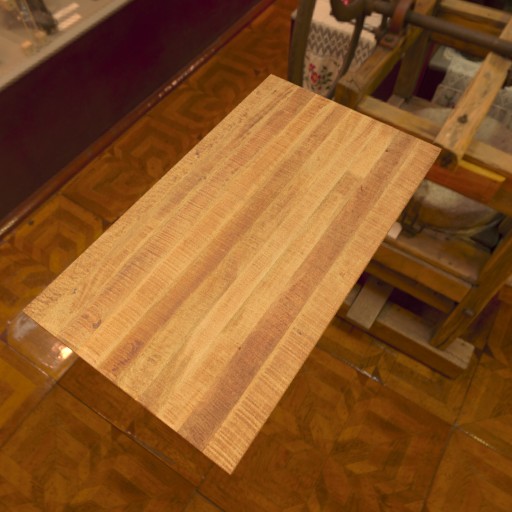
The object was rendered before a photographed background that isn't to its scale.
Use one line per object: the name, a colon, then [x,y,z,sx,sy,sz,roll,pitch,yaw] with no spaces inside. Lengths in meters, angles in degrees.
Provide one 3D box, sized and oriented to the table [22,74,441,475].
table: [0.000,0.000,1.666,0.760,0.455,1.320,31,63,17]
